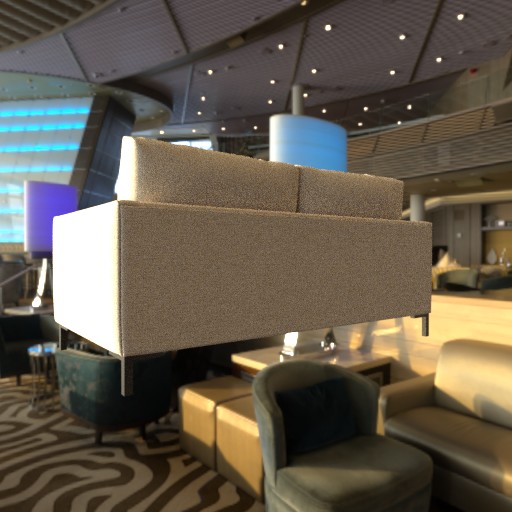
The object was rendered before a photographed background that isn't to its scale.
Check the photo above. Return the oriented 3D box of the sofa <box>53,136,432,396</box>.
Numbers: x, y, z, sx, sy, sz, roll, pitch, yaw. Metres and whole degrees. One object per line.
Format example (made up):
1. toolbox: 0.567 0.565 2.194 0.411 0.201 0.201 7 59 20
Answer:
1. sofa: 0.000 0.000 2.094 1.651 0.812 0.839 0 1 -37
